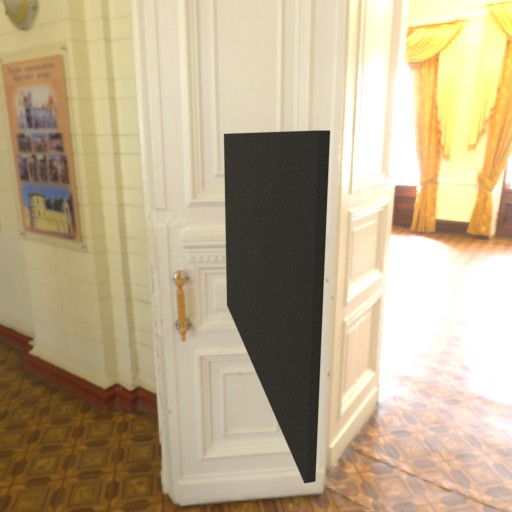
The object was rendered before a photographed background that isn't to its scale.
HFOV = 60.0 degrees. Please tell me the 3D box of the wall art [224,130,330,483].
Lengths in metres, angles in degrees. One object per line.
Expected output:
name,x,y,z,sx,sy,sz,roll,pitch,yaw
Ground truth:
wall art,0.000,0.000,1.231,0.049,0.659,0.964,-3,15,-11
